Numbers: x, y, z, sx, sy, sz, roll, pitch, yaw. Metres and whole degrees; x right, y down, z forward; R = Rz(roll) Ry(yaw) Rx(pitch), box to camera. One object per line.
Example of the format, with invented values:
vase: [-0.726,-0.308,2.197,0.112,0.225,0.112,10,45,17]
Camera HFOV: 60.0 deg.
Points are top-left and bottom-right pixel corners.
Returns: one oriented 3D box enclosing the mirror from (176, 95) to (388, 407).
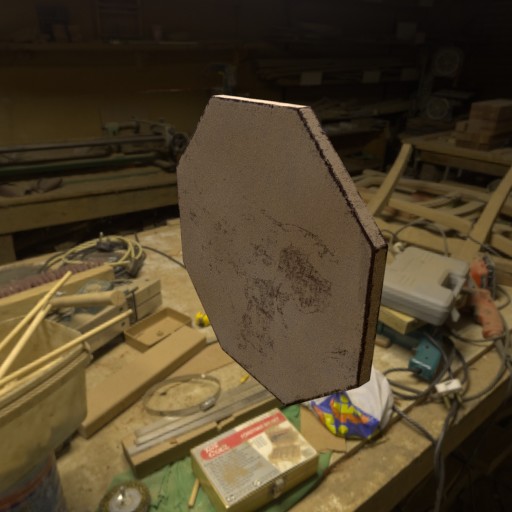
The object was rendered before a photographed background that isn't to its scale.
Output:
mirror: [0.000,0.000,0.974,0.031,0.648,0.648,-18,30,-33]
